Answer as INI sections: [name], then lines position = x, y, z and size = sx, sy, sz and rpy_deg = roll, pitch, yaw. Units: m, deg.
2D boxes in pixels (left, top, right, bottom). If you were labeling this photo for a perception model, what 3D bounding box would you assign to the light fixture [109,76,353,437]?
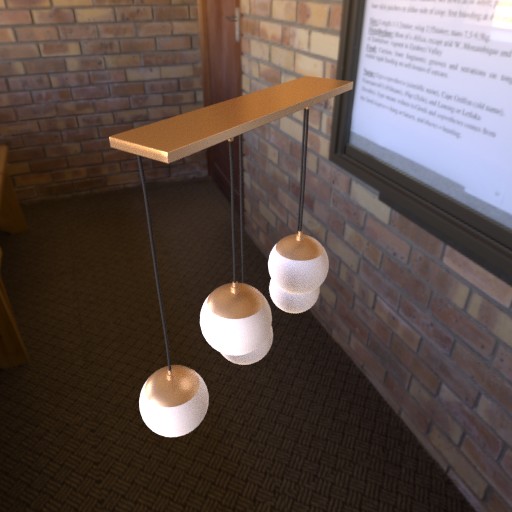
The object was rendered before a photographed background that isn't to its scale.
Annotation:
[light fixture]
position = 0.000, 0.000, 1.303
size = 0.299, 0.869, 0.863
rpy_deg = 21, 38, 29
